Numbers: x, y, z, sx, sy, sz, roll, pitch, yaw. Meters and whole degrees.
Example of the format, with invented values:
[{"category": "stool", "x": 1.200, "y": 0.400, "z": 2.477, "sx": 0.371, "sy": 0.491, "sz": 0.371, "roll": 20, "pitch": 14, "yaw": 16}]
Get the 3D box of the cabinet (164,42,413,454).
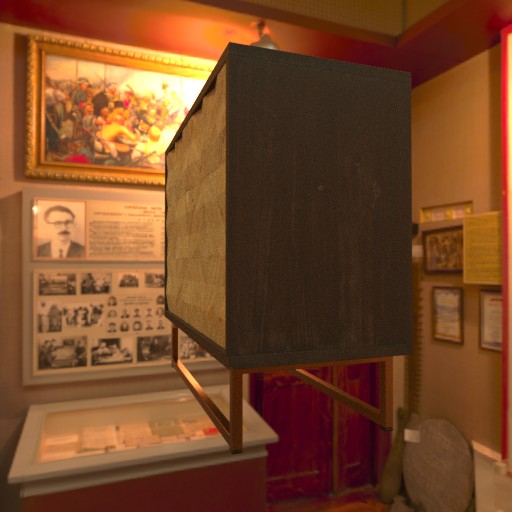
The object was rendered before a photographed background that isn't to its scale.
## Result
[{"category": "cabinet", "x": 0.000, "y": 0.000, "z": 1.421, "sx": 0.451, "sy": 0.860, "sz": 0.950, "roll": 0, "pitch": -1, "yaw": -19}]
